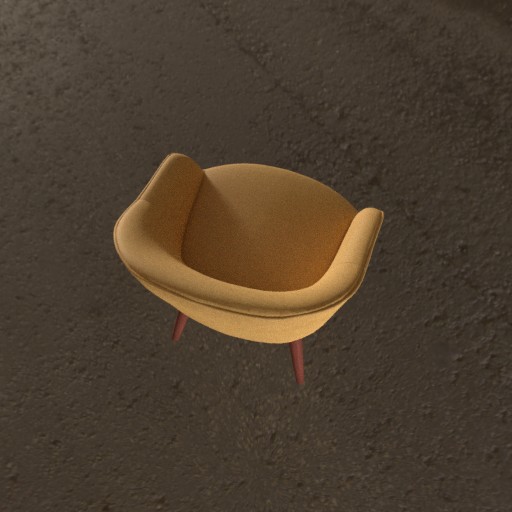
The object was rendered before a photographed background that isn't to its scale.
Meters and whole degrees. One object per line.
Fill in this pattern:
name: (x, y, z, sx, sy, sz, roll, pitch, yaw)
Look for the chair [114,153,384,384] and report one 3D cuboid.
chair: (0.000, 0.000, 1.269, 0.596, 0.823, 0.635, 17, 65, 8)
